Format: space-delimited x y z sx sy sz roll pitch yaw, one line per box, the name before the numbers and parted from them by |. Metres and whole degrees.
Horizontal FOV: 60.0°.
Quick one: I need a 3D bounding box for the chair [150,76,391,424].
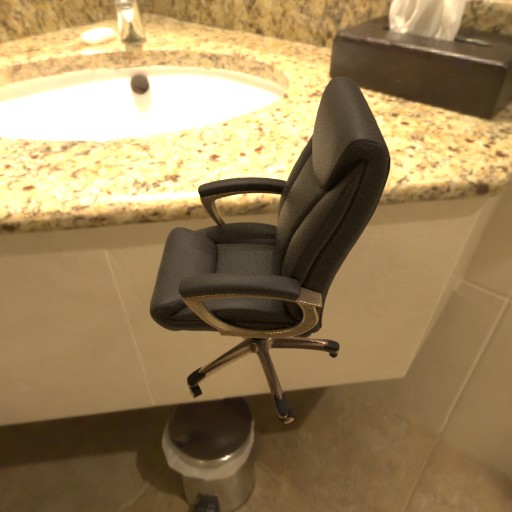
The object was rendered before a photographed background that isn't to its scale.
chair | 0.000 0.000 1.651 0.748 1.188 0.694 0 40 0
